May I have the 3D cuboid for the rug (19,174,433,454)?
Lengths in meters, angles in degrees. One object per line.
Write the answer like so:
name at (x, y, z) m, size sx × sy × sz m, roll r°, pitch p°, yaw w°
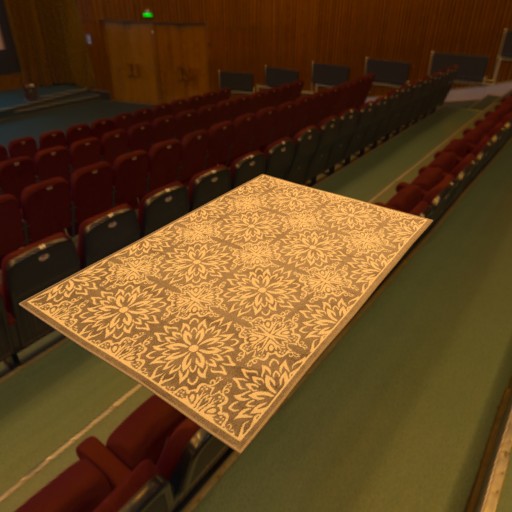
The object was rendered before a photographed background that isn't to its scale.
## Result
rug at (0.000, 0.000, 2.260) m, size 1.224 × 0.012 × 1.847 m, roll 21°, pitch 38°, yaw 30°
